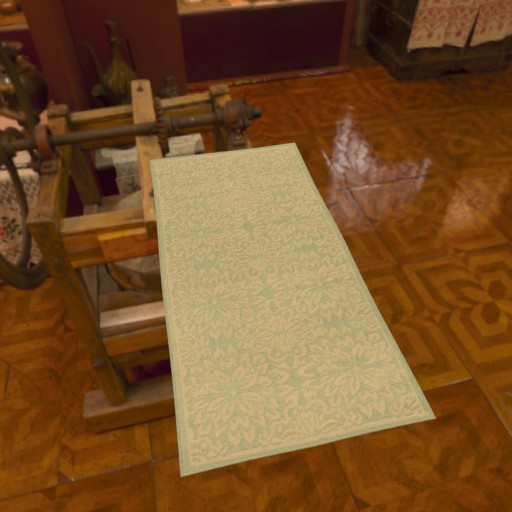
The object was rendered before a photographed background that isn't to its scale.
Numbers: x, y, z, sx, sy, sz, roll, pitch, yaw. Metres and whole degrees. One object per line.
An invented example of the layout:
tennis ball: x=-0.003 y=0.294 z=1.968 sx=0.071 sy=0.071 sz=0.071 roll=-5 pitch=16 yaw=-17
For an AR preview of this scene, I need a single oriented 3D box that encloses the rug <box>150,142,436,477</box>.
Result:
rug: x=0.000 y=0.000 z=1.412 sx=0.604 sy=0.007 sz=1.219 roll=-9 pitch=47 yaw=-9
